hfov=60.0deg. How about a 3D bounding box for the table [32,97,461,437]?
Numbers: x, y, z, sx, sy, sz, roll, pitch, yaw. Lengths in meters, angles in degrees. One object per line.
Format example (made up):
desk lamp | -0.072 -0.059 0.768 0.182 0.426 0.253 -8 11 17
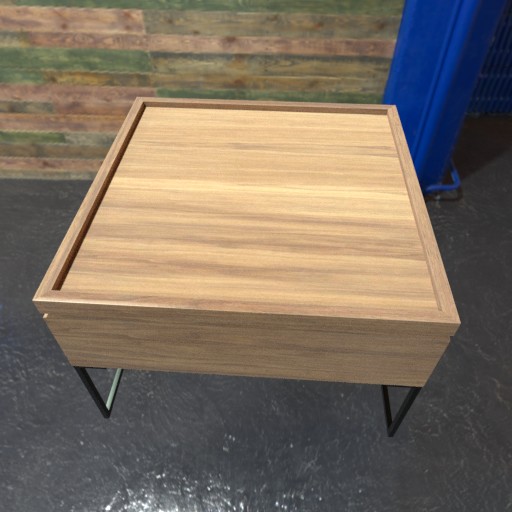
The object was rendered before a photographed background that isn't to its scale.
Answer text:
table | 0.000 0.000 1.096 0.679 0.464 0.676 3 47 3
